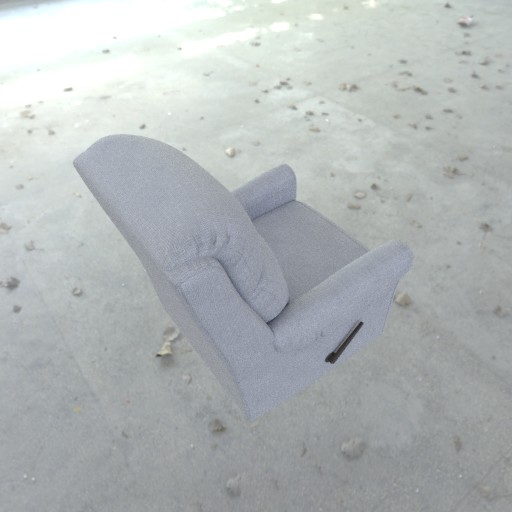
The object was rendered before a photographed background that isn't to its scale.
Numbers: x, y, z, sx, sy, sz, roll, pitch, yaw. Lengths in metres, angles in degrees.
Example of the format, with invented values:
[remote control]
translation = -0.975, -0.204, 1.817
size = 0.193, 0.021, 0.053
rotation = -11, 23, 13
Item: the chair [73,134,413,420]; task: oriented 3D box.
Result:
[chair]
translation = 0.000, 0.000, 1.785
size = 1.014, 1.054, 0.838
rotation = -26, 48, -26
